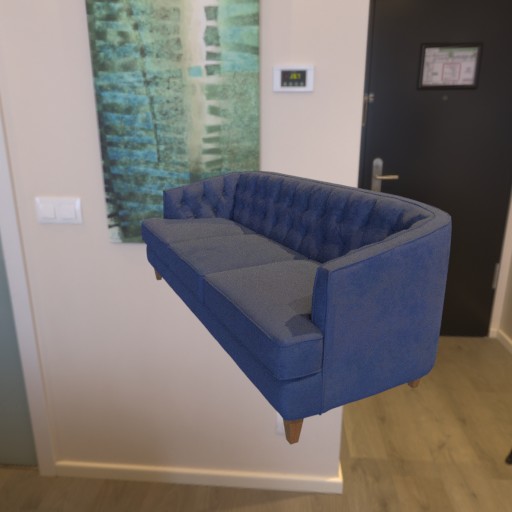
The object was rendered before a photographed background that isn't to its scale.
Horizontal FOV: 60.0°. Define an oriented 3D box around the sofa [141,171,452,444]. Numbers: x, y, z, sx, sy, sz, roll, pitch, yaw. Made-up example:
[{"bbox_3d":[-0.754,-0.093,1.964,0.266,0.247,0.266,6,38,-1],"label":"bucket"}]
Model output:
[{"bbox_3d":[0.000,0.000,2.663,0.941,0.855,2.278,-8,18,-25],"label":"sofa"}]
